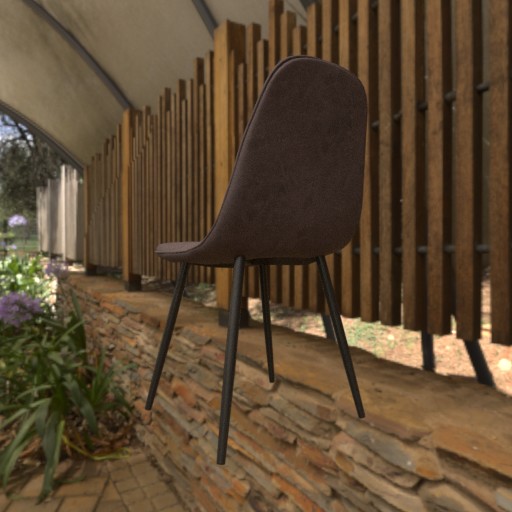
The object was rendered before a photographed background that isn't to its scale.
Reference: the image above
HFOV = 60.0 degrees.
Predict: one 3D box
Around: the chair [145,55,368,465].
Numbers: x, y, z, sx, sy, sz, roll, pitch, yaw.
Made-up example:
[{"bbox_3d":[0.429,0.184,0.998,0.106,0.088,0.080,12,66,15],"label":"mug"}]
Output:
[{"bbox_3d":[0.000,0.000,1.228,0.472,0.889,0.561,-1,1,-36],"label":"chair"}]
